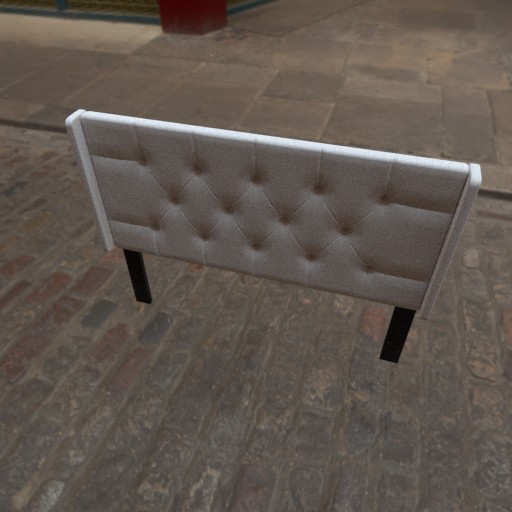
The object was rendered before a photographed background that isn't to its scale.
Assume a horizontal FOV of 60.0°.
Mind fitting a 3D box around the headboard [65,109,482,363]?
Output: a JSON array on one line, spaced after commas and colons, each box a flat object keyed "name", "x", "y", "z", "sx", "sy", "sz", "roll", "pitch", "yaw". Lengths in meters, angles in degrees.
[{"name": "headboard", "x": 0.000, "y": 0.000, "z": 2.658, "sx": 2.051, "sy": 1.524, "sz": 0.184, "roll": 11, "pitch": 43, "yaw": 13}]
